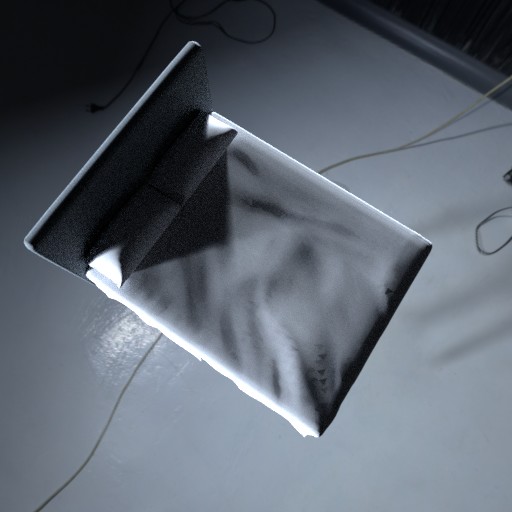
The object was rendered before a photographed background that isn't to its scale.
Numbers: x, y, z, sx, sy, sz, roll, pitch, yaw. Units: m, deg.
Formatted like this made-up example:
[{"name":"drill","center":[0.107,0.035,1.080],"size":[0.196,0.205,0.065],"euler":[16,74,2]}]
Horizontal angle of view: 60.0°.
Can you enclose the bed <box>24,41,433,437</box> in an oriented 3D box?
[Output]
[{"name":"bed","center":[0.000,0.000,3.143],"size":[2.142,1.330,1.713],"euler":[33,78,8]}]
